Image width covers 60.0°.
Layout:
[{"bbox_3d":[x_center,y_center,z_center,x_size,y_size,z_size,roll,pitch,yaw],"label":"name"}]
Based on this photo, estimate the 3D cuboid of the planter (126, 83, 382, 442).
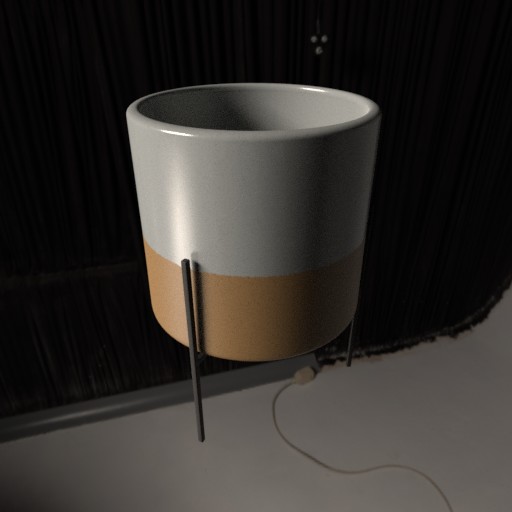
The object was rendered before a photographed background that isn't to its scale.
[{"bbox_3d":[0.000,0.000,0.644,0.310,0.432,0.310,-9,31,-15],"label":"planter"}]
